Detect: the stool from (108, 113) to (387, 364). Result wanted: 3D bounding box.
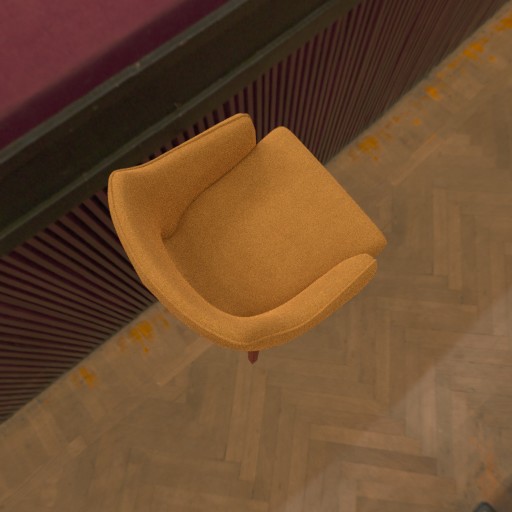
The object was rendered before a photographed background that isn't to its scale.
[{"bbox_3d":[0.000,0.000,1.345,0.558,1.012,0.548,-37,79,-9],"label":"stool"}]
